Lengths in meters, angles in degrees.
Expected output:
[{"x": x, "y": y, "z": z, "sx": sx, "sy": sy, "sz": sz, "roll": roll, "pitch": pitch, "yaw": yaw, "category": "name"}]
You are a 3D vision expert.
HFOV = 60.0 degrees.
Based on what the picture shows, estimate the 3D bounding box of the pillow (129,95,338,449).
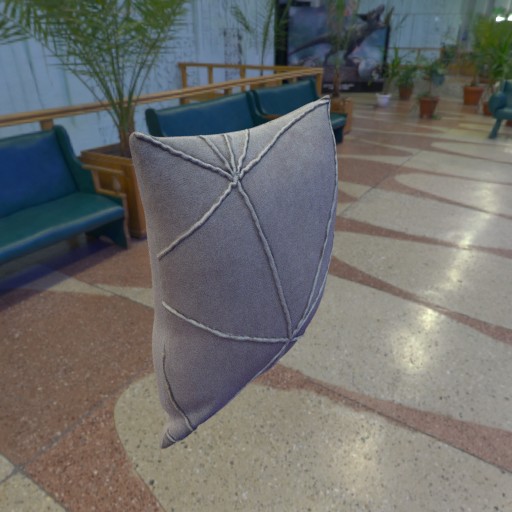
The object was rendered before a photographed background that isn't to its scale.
[{"x": 0.000, "y": 0.000, "z": 0.682, "sx": 0.185, "sy": 0.440, "sz": 0.439, "roll": 18, "pitch": 32, "yaw": 31, "category": "pillow"}]
